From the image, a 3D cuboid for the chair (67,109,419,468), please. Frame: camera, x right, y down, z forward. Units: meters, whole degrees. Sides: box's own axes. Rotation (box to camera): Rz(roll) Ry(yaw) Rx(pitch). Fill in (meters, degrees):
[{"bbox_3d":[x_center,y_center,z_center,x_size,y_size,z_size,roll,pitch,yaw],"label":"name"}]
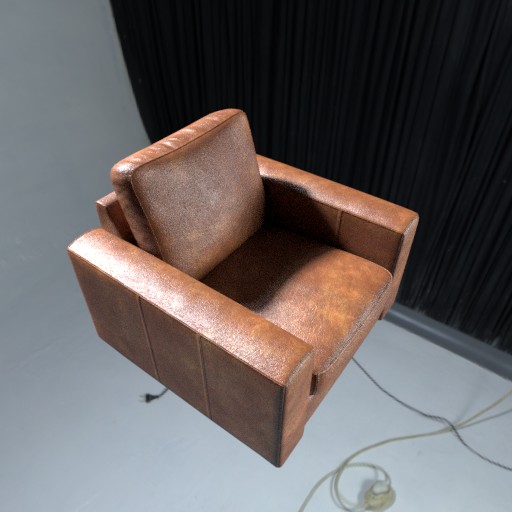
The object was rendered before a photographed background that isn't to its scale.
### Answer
[{"bbox_3d":[0.000,0.000,1.789,1.016,0.873,1.005,26,48,26],"label":"chair"}]
